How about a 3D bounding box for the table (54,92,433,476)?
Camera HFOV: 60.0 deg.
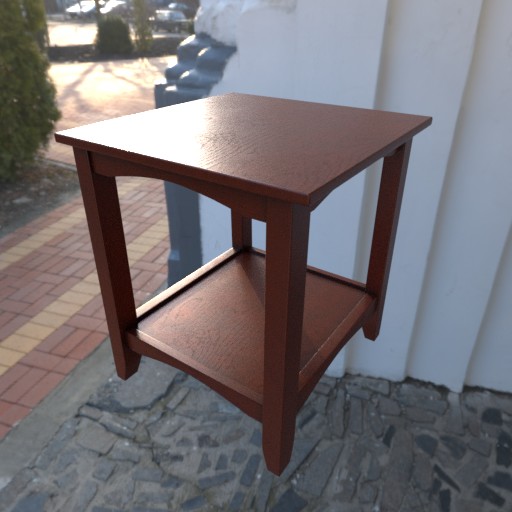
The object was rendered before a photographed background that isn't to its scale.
[{"bbox_3d":[0.000,0.000,0.955,0.522,0.558,0.523,21,35,32],"label":"table"}]
